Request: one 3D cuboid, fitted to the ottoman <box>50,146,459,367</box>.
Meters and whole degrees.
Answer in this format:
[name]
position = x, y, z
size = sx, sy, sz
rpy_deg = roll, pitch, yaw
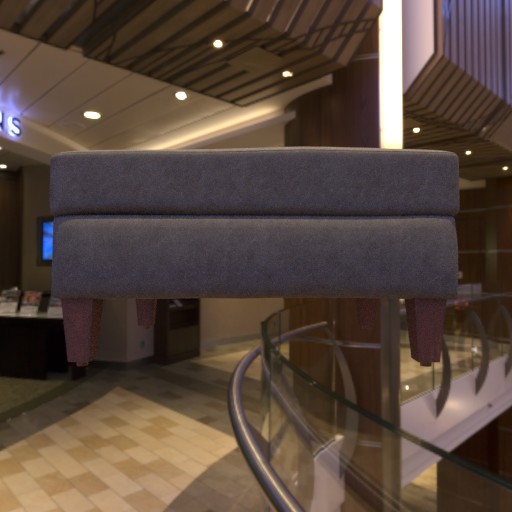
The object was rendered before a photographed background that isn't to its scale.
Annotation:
[ottoman]
position = 0.000, 0.000, 1.191
size = 0.839, 0.464, 0.639
rpy_deg = 0, -1, 0
